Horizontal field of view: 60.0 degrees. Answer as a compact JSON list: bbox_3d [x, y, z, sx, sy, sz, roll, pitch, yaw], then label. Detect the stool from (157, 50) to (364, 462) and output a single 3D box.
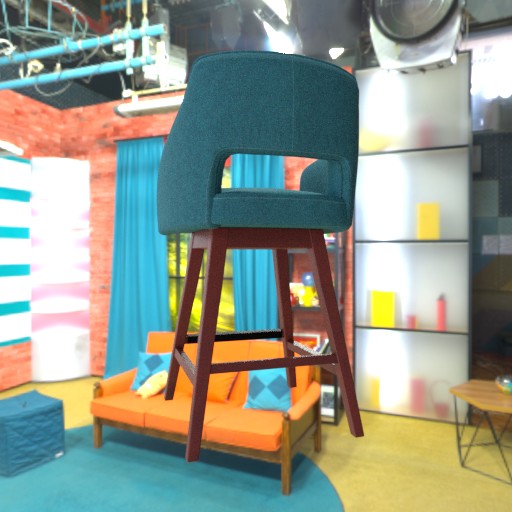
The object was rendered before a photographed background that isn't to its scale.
[{"bbox_3d":[0.000,0.000,1.298,0.548,0.961,0.556,0,1,-18],"label":"stool"}]
